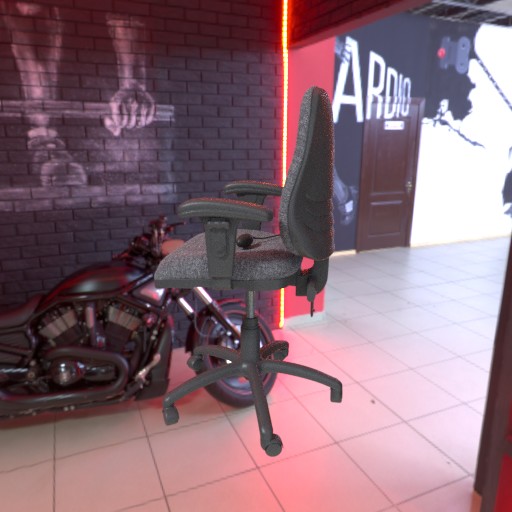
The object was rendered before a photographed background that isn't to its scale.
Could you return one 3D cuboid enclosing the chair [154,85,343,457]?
[{"bbox_3d":[0.000,0.000,1.275,0.530,0.910,0.550,2,15,9],"label":"chair"}]
